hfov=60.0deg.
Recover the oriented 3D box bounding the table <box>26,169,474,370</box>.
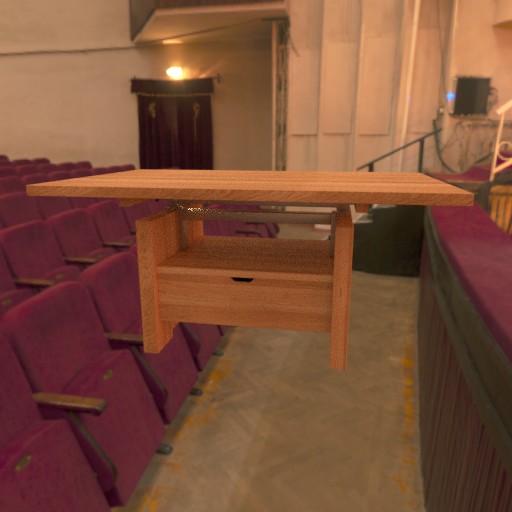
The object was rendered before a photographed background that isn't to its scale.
[{"bbox_3d":[0.000,0.000,1.463,1.100,0.510,0.700,3,15,10],"label":"table"}]
